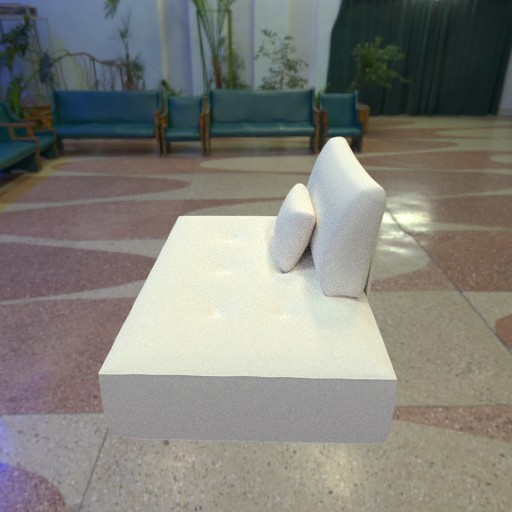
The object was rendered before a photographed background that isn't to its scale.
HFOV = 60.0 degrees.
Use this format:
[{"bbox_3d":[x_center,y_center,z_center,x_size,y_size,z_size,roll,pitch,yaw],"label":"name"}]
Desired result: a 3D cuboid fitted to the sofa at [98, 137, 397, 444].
[{"bbox_3d":[0.000,0.000,2.045,1.000,0.820,1.450,1,26,1],"label":"sofa"}]
